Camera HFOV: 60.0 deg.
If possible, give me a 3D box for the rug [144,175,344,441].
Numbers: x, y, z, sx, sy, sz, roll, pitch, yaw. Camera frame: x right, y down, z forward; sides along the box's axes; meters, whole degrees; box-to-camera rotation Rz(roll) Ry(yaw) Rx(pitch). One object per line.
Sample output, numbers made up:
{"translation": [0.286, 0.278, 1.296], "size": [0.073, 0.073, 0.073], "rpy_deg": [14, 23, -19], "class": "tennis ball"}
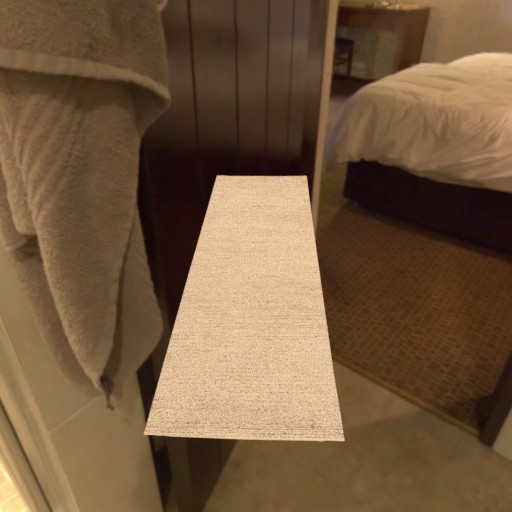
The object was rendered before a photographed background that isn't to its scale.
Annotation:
{"translation": [0.000, 0.000, 2.535], "size": [0.712, 0.013, 2.346], "rpy_deg": [1, 33, 2], "class": "rug"}
